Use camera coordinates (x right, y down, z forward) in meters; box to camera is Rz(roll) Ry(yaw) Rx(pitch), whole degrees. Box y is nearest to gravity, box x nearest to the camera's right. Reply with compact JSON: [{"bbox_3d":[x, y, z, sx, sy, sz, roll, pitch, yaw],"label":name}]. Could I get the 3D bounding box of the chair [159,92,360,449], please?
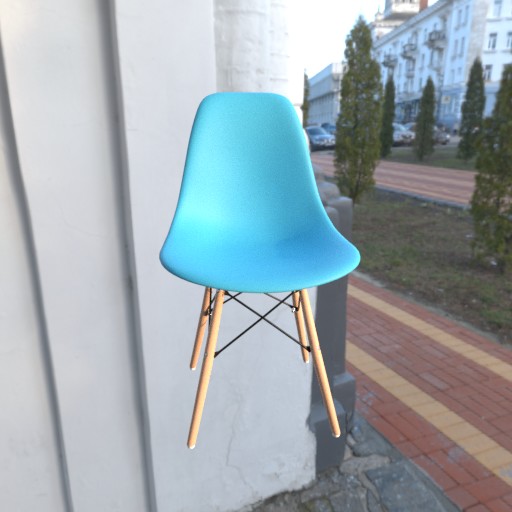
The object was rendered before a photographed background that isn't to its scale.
[{"bbox_3d":[0.000,0.000,1.140,0.470,0.826,0.531,-2,17,-6],"label":"chair"}]
